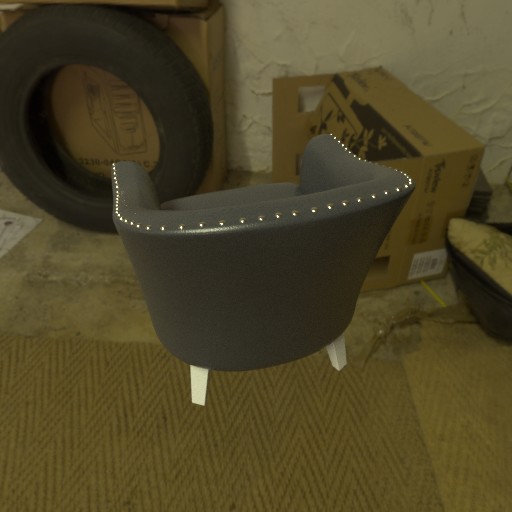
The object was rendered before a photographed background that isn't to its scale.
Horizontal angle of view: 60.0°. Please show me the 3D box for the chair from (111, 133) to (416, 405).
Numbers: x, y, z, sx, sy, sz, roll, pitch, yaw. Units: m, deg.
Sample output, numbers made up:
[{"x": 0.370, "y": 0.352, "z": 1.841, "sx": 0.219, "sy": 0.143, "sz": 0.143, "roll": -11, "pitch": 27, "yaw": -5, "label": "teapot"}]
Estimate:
[{"x": 0.000, "y": 0.000, "z": 1.422, "sx": 0.794, "sy": 0.823, "sz": 0.748, "roll": -11, "pitch": 42, "yaw": -12, "label": "chair"}]
